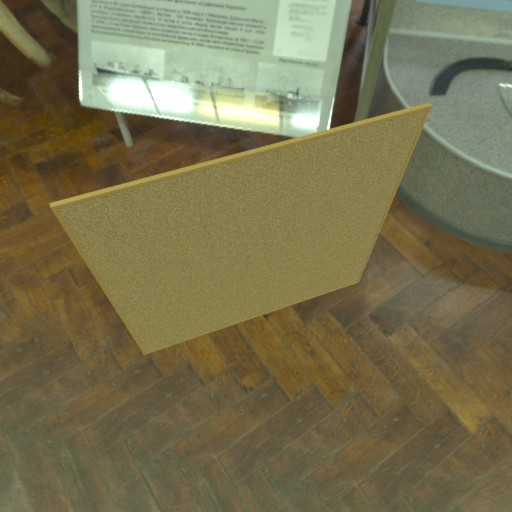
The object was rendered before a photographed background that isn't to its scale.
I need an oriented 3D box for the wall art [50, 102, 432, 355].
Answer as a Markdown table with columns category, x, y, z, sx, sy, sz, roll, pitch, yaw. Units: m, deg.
| category | x | y | z | sx | sy | sz | roll | pitch | yaw |
| --- | --- | --- | --- | --- | --- | --- | --- | --- | --- |
| wall art | 0.000 | 0.000 | 1.465 | 0.962 | 0.959 | 0.013 | -17 | 60 | -10 |
